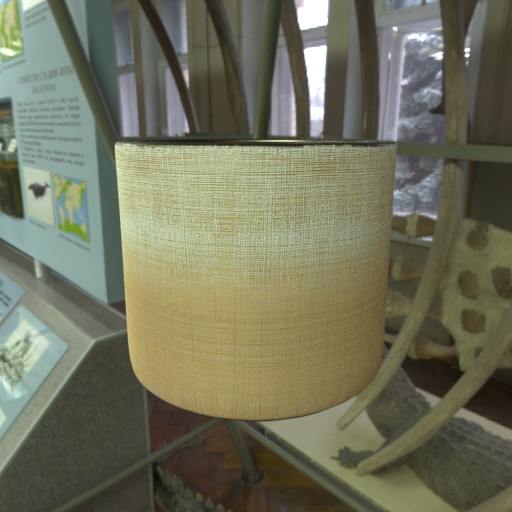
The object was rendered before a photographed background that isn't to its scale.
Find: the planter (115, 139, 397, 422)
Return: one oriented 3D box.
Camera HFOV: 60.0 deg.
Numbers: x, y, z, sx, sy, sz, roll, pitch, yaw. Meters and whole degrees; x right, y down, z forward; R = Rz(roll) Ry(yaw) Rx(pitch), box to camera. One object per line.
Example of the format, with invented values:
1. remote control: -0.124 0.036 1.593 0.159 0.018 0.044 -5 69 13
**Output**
1. planter: 0.000 0.000 0.437 0.254 0.221 0.254 0 15 0
